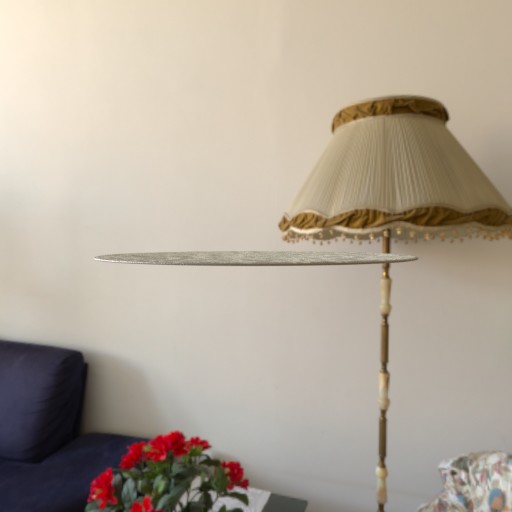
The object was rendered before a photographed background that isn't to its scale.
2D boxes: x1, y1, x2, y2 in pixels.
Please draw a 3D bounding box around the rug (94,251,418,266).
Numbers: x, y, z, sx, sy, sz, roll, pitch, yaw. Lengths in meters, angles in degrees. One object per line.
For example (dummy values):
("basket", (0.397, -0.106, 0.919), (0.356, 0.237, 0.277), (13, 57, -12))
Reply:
("rug", (0.000, 0.000, 2.314), (1.593, 0.012, 1.593), (0, 2, 0))
